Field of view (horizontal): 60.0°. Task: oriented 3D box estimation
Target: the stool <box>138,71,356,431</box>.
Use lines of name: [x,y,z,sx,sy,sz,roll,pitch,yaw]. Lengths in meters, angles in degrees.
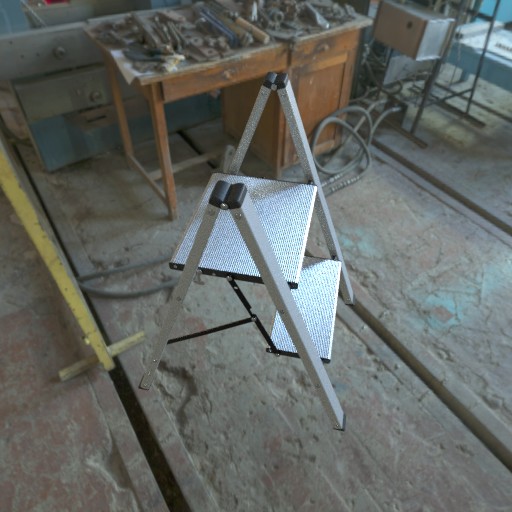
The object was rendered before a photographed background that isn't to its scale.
stool: [0.000,0.000,1.021,0.535,0.670,0.440,9,47,8]
